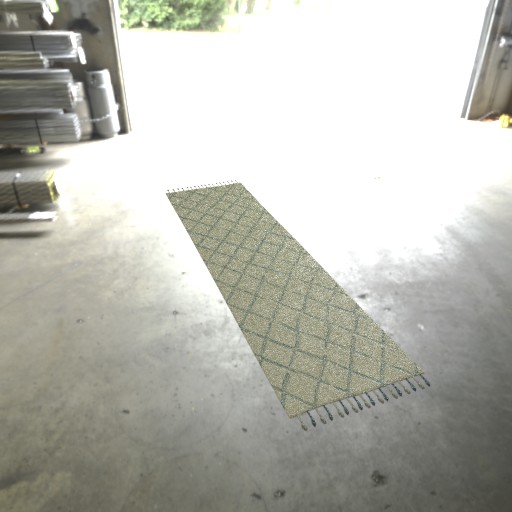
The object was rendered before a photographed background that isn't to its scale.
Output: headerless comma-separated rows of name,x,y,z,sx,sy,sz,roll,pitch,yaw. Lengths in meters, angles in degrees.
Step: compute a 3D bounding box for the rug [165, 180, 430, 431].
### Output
rug,0.000,0.000,2.626,0.620,0.008,2.372,-12,33,-18
